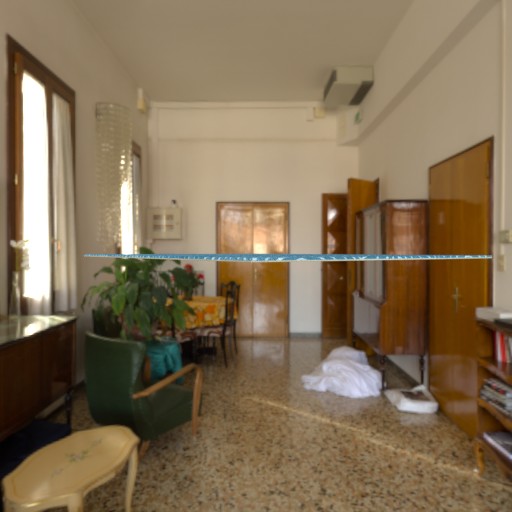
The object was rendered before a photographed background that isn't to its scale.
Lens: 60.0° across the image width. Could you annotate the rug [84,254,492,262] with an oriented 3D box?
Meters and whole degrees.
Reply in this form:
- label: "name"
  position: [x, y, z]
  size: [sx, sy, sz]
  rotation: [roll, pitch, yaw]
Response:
- label: "rug"
  position: [0.000, 0.000, 2.774]
  size: [1.543, 0.015, 2.144]
  rotation: [0, 1, -35]
